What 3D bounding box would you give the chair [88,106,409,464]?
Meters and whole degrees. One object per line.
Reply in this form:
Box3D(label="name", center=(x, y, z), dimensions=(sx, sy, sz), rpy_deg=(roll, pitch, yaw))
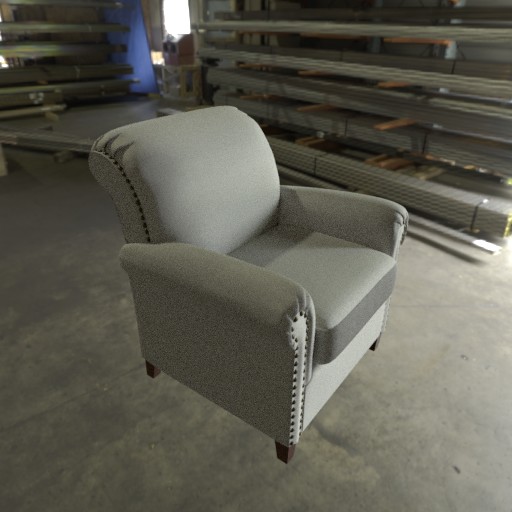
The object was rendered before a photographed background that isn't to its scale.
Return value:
Box3D(label="chair", center=(0.000, 0.000, 1.602), dimensions=(0.890, 0.927, 0.854), rpy_deg=(19, 34, 32))
